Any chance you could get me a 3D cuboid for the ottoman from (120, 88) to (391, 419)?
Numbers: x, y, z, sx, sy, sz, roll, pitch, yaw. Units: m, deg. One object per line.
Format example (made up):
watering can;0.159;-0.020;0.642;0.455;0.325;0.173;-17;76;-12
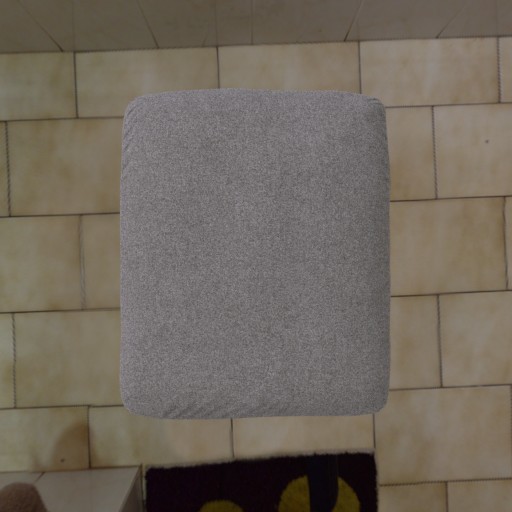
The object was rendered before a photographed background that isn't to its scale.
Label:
ottoman;0.000;0.000;1.240;0.683;0.481;0.837;0;90;-1
